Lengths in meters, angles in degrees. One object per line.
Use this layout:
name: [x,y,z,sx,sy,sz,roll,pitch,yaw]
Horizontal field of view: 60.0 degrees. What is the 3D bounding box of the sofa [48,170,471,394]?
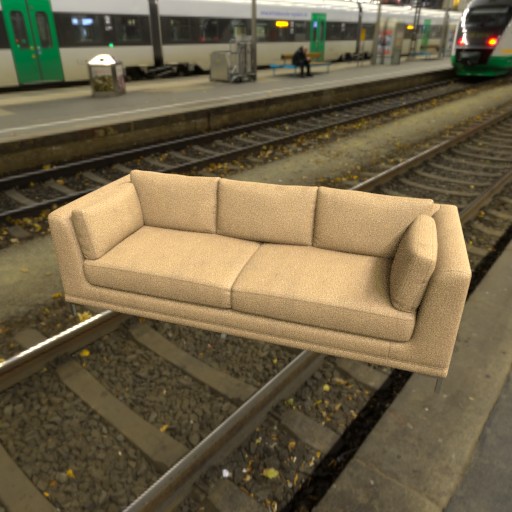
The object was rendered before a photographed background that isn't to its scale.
sofa: [0.000,0.000,2.920,2.415,0.867,0.969,8,28,16]
